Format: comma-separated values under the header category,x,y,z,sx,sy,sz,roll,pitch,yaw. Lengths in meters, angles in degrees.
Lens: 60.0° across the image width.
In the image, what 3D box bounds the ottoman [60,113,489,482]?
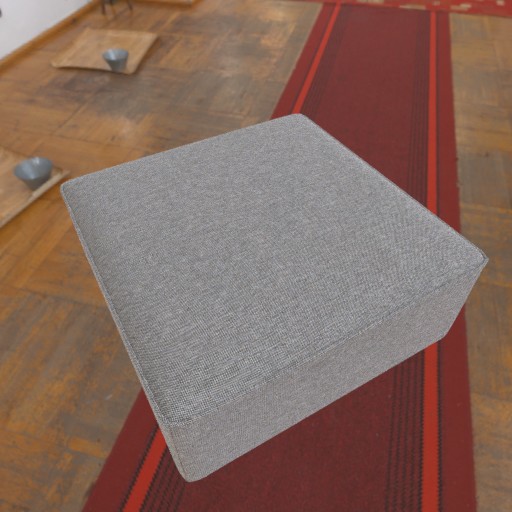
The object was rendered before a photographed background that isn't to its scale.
category,x,y,z,sx,sy,sz,roll,pitch,yaw
ottoman,0.000,0.000,1.517,1.005,0.455,1.005,-22,50,-20
